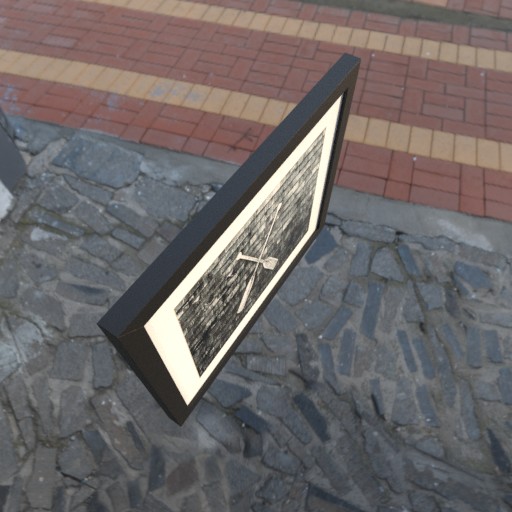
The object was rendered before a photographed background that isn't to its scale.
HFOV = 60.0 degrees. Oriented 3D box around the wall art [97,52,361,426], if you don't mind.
[{"bbox_3d":[0.000,0.000,0.774,0.029,0.457,0.558,29,63,17],"label":"wall art"}]
